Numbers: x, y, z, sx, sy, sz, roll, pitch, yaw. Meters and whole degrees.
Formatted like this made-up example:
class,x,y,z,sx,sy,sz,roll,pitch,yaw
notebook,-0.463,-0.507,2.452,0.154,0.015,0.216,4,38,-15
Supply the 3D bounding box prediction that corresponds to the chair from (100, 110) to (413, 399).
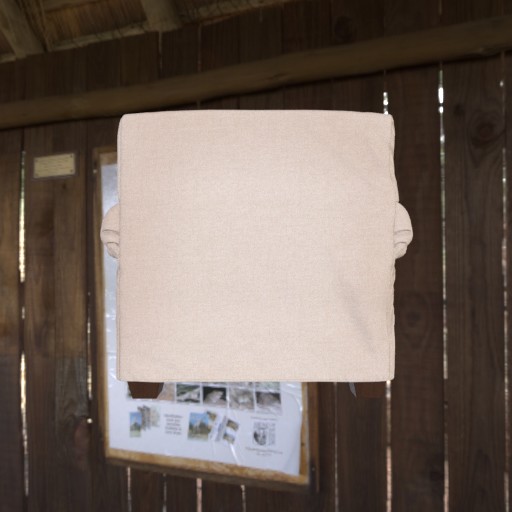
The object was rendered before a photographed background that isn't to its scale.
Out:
class,x,y,z,sx,sy,sz,roll,pitch,yaw
chair,0.000,0.000,1.792,0.940,0.866,1.066,0,-1,0
